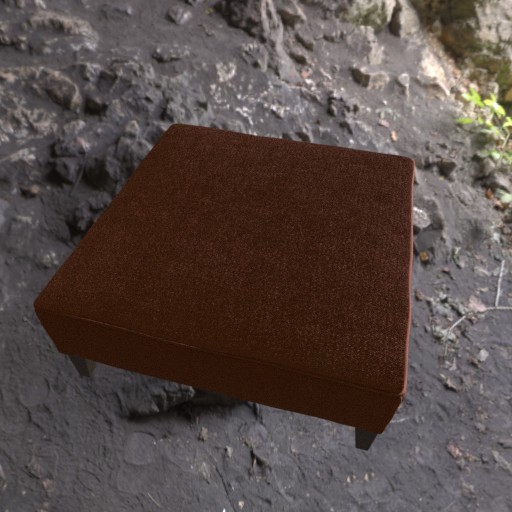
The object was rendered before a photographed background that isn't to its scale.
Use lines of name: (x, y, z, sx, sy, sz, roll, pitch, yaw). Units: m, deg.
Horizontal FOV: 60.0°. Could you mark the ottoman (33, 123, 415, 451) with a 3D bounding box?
ottoman: (0.000, 0.000, 1.539, 0.999, 0.438, 0.997, 11, 47, 10)
